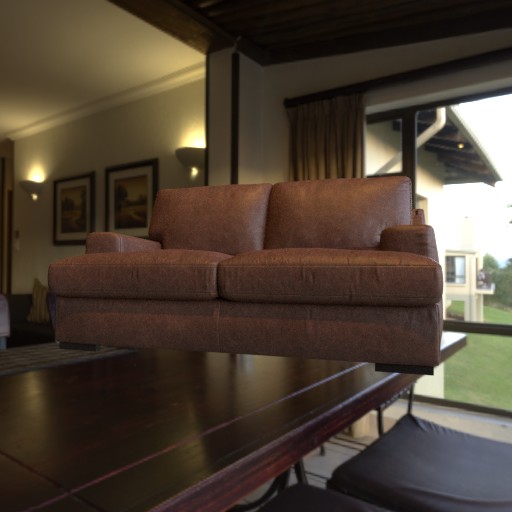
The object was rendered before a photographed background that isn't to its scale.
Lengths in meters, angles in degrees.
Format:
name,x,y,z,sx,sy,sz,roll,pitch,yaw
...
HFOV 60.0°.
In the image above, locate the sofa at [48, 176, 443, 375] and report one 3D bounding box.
name,x,y,z,sx,sy,sz,roll,pitch,yaw
sofa,0.000,0.000,2.449,1.880,0.939,1.143,0,-1,18
